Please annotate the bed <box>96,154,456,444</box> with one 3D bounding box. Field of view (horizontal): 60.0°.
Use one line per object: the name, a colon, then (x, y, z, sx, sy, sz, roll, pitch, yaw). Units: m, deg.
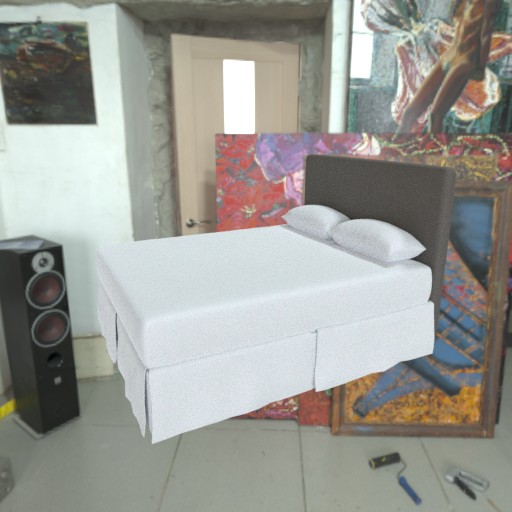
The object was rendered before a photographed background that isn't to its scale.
bed: (0.000, 0.000, 3.249, 2.142, 1.330, 1.723, -8, 18, -26)
